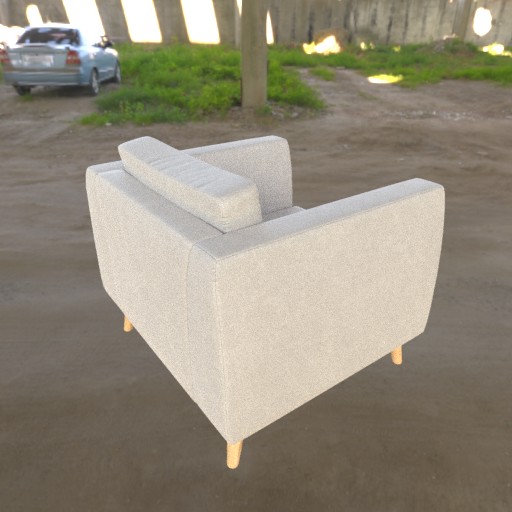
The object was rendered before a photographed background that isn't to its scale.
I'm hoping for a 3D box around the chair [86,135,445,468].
[{"bbox_3d":[0.000,0.000,1.707,0.930,0.860,1.000,-19,33,-31],"label":"chair"}]
